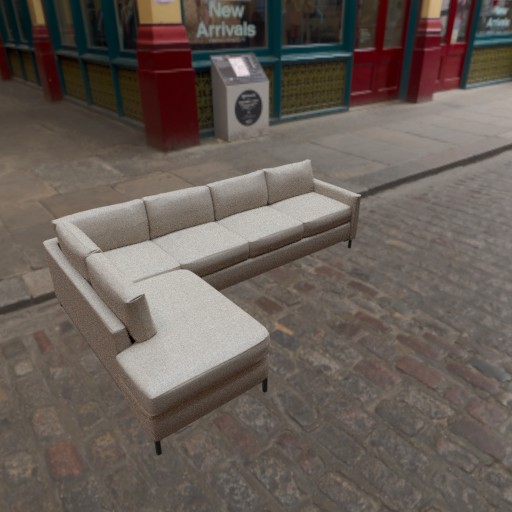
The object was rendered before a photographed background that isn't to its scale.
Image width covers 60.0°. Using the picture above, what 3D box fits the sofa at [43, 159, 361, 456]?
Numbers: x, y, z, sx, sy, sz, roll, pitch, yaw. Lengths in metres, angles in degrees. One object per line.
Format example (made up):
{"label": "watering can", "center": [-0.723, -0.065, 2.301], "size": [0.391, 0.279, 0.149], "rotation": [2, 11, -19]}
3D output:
{"label": "sofa", "center": [0.000, 0.000, 3.097], "size": [2.423, 0.703, 1.617], "rotation": [-20, 34, -33]}
